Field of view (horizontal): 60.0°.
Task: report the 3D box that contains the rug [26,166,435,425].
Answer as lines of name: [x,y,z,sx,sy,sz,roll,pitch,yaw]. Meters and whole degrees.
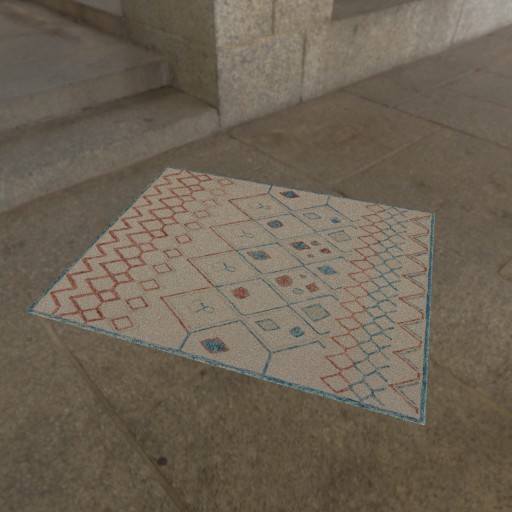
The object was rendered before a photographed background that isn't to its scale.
rug: [0.000,0.000,4.034,3.050,0.016,2.441,12,42,14]
